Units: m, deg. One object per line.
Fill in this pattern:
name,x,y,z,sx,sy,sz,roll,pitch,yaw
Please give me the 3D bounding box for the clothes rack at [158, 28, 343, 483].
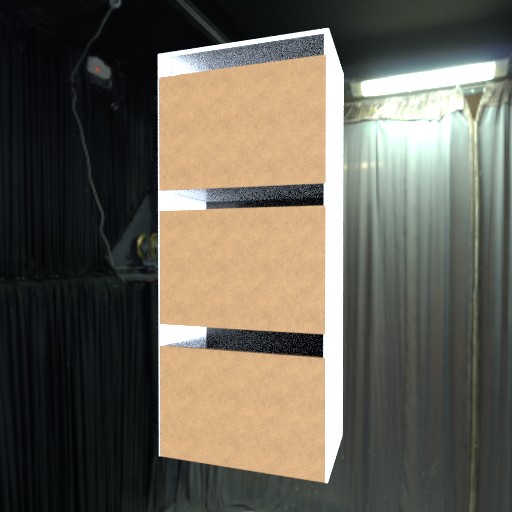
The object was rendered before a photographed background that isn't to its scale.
clothes rack,0.000,0.000,1.388,0.500,1.187,0.330,0,1,18
